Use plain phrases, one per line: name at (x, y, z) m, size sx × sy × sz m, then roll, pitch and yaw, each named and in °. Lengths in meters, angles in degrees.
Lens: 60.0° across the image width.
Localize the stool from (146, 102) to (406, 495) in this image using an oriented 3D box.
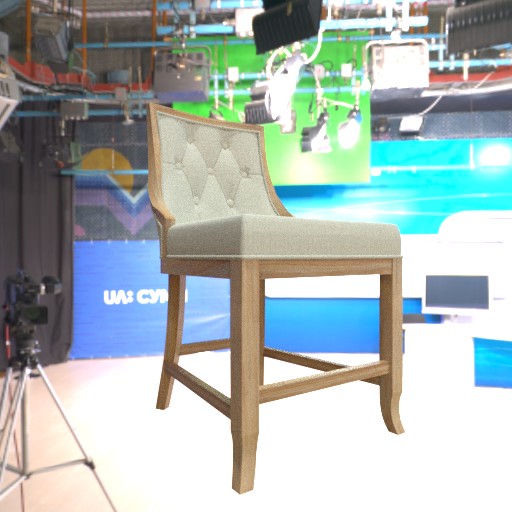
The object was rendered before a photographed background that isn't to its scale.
stool at (0.000, 0.000, 1.269) m, size 0.524 × 0.938 × 0.626 m, roll 0°, pitch 0°, yaw -36°
